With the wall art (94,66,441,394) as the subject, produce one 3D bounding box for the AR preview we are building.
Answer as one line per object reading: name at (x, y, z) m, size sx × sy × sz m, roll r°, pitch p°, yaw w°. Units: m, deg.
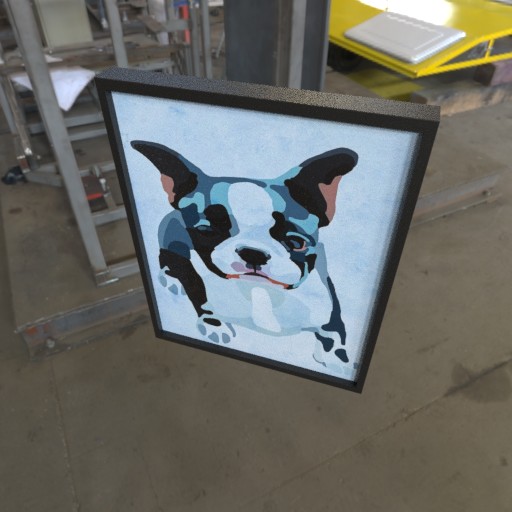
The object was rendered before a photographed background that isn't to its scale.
wall art at (0.000, 0.000, 0.493) m, size 0.294 × 0.369 × 0.030 m, roll 12°, pitch 43°, yaw 13°
